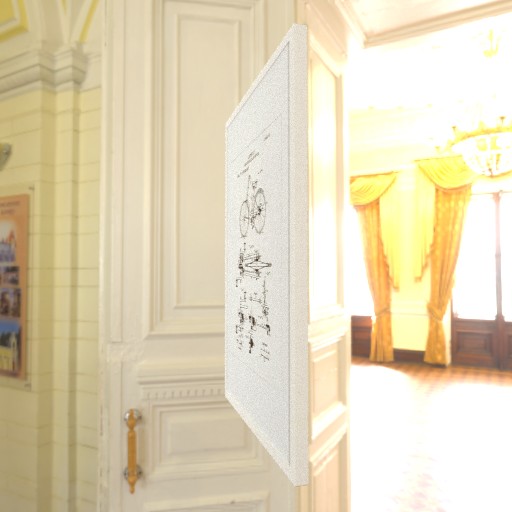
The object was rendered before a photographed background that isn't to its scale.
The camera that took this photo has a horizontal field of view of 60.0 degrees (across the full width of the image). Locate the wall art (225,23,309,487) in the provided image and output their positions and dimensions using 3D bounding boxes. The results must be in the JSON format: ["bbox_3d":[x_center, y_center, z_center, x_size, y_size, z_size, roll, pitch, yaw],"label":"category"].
[{"bbox_3d":[0.000,0.000,0.617,0.015,0.477,0.332,1,-2,-16],"label":"wall art"}]
